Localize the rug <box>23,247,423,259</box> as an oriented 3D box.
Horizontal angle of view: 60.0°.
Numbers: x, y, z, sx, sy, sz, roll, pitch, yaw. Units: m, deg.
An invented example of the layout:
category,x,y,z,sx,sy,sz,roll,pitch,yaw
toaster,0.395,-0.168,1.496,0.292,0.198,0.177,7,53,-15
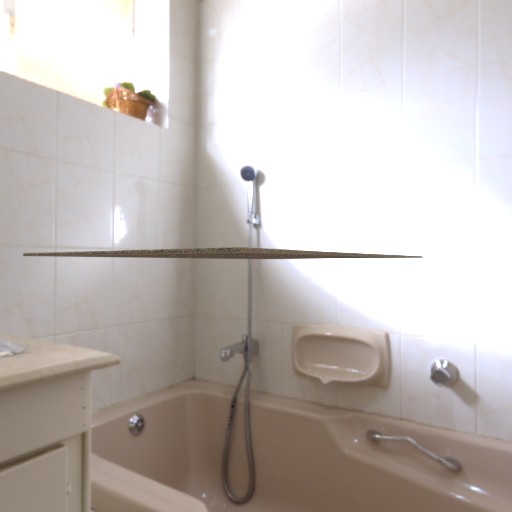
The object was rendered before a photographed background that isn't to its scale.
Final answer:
category,x,y,z,sx,sy,sz,roll,pitch,yaw
rug,0.000,0.000,2.934,1.532,0.018,2.297,-1,-1,36
